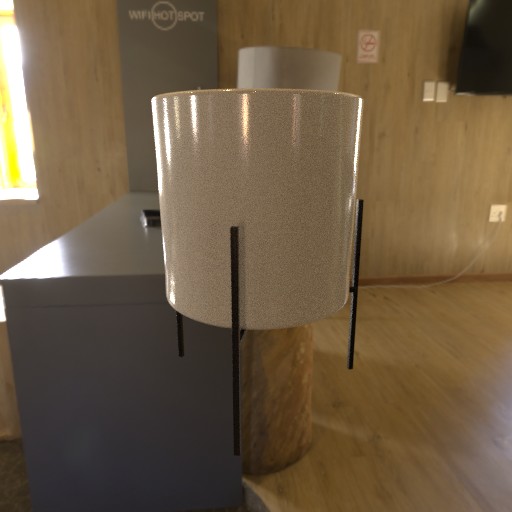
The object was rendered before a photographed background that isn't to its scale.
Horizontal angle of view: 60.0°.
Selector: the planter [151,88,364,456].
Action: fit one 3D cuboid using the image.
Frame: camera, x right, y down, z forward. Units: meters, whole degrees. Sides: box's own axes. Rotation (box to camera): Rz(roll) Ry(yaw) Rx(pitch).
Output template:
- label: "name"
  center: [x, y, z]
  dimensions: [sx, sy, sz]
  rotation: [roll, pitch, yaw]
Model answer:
- label: "planter"
  center: [0.000, 0.000, 0.639]
  dimensions: [0.307, 0.431, 0.308]
  rotation: [2, 15, 8]
